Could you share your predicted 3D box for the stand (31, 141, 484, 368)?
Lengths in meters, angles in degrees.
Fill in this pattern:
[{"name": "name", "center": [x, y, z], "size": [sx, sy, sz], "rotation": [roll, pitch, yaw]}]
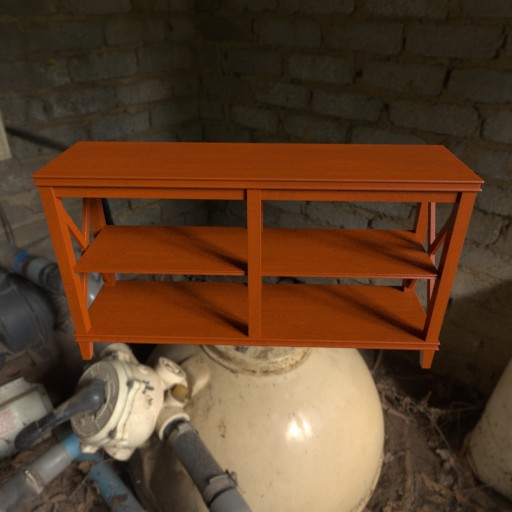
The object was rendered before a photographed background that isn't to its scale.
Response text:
[{"name": "stand", "center": [0.000, 0.000, 1.692], "size": [1.372, 0.762, 0.381], "rotation": [1, 30, 2]}]
